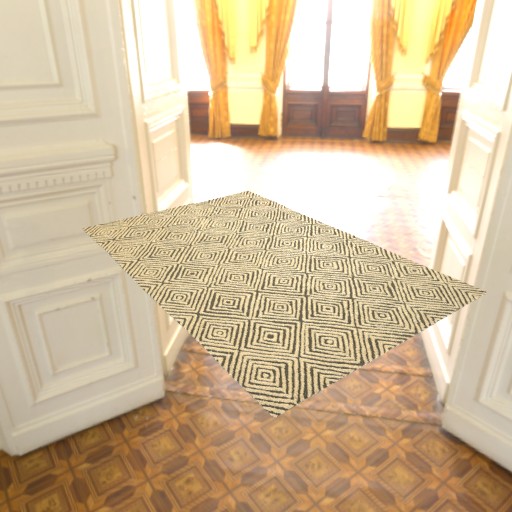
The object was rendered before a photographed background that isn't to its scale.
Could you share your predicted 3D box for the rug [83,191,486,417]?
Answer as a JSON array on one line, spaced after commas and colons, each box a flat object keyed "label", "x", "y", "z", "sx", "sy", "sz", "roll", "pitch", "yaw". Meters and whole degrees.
[{"label": "rug", "x": 0.000, "y": 0.000, "z": 2.215, "sx": 1.177, "sy": 0.004, "sz": 1.750, "roll": -18, "pitch": 32, "yaw": -32}]
